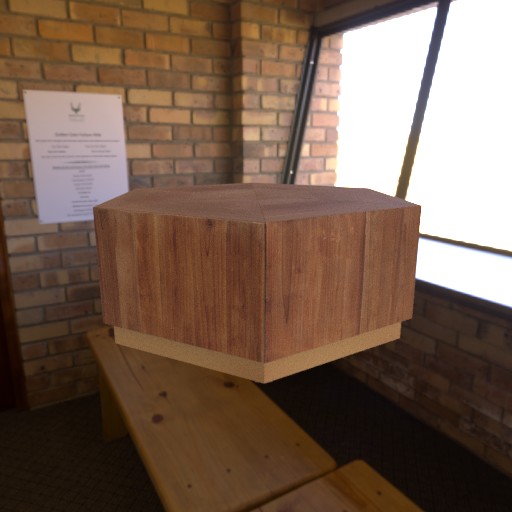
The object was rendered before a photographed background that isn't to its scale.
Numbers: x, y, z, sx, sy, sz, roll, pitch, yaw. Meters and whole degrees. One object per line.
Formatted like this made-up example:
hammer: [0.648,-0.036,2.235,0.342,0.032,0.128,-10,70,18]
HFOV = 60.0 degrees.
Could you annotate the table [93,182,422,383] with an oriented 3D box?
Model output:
table: [0.000,0.000,1.678,1.154,0.456,1.000,7,16,27]
